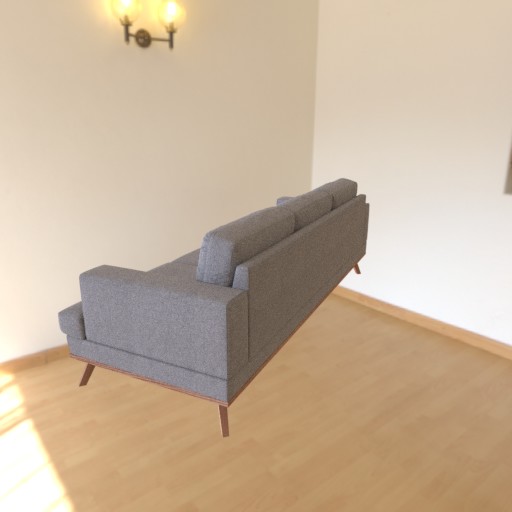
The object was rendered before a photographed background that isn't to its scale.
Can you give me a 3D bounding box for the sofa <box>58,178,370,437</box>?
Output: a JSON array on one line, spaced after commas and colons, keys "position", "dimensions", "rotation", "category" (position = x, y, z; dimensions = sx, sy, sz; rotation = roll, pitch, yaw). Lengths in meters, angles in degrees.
[{"position": [0.000, 0.000, 2.818], "dimensions": [0.920, 0.810, 2.310], "rotation": [8, 19, 25], "category": "sofa"}]
